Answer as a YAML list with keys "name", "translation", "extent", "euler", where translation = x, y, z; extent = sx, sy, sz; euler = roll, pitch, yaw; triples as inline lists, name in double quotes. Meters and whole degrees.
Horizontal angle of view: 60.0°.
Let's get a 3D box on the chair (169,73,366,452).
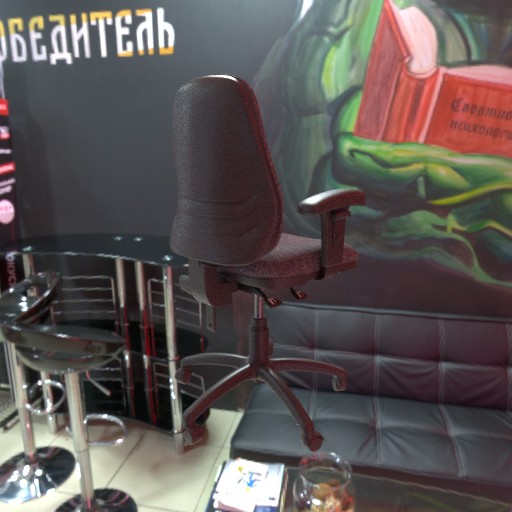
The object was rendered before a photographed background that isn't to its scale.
- name: "chair"
  translation: [0.000, 0.000, 1.232]
  extent: [0.550, 0.910, 0.530]
  euler: [13, 19, 43]
